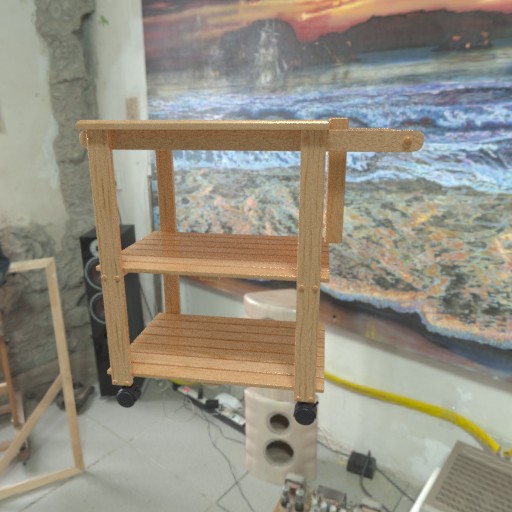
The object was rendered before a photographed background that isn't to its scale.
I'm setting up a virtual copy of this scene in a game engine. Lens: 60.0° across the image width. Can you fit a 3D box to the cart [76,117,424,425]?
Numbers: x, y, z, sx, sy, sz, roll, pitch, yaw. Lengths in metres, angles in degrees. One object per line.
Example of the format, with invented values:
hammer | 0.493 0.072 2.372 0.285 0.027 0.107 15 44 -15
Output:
cart | 0.000 0.000 1.380 0.843 0.816 0.520 3 17 8
